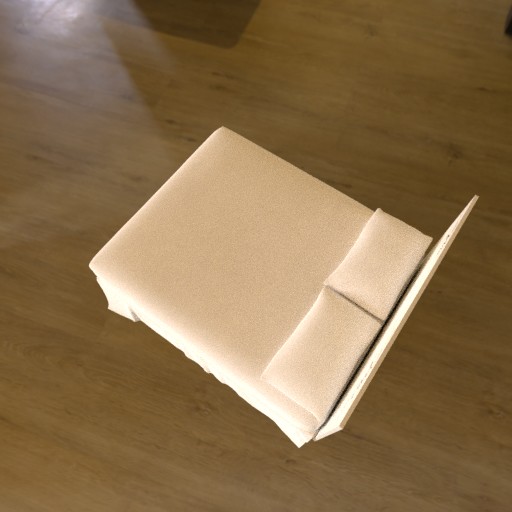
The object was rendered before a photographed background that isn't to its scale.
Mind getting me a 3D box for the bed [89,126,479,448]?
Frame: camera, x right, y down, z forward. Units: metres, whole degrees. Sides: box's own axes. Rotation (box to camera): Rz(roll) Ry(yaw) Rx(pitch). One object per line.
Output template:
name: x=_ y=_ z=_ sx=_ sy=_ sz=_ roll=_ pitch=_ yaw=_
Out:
bed: x=0.000 y=0.000 z=3.233 sx=2.094 sy=1.335 sz=1.745 roll=33 pitch=69 yaw=14
